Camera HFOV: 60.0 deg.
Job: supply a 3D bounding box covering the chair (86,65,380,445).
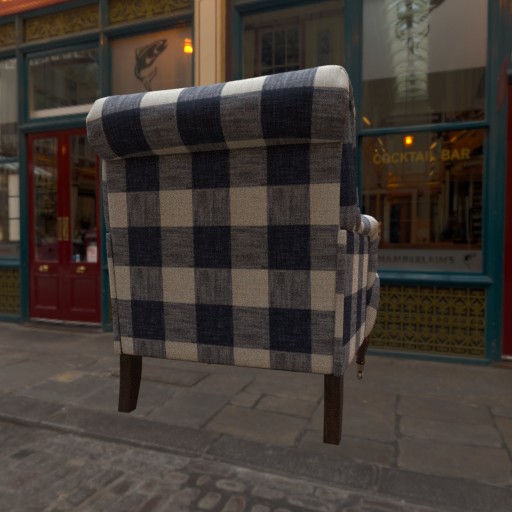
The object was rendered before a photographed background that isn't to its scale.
[{"bbox_3d":[0.000,0.000,1.533,0.781,0.953,0.848,0,1,20],"label":"chair"}]
